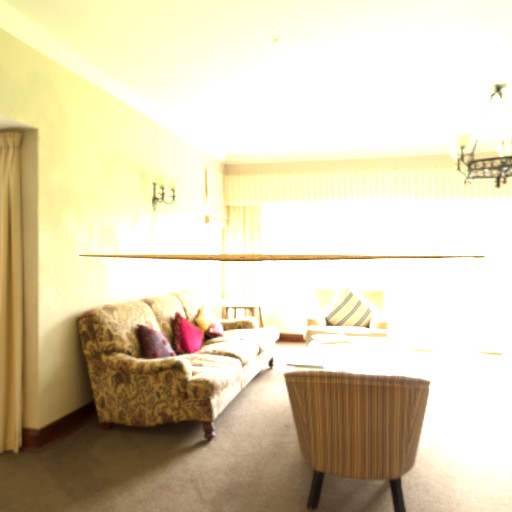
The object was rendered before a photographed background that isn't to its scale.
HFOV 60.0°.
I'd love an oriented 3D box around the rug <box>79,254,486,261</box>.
[{"bbox_3d":[0.000,0.000,4.146,2.441,0.016,3.050,0,1,-35],"label":"rug"}]
